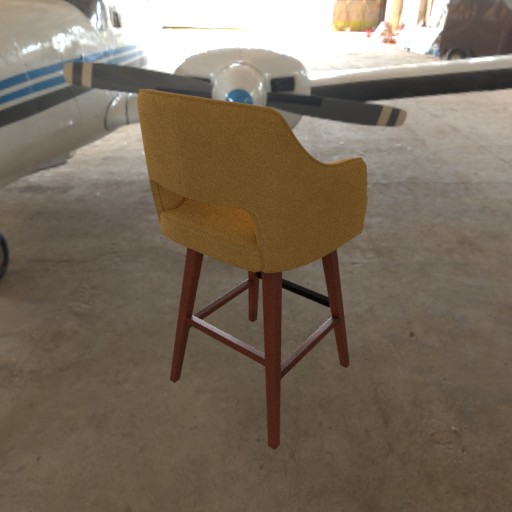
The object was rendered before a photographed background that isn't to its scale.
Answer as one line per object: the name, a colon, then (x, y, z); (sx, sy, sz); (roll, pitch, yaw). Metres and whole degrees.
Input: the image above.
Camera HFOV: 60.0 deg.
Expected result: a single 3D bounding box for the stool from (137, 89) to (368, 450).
stool: (0.000, 0.000, 1.371); (0.548, 1.012, 0.558); (21, 35, 33)
